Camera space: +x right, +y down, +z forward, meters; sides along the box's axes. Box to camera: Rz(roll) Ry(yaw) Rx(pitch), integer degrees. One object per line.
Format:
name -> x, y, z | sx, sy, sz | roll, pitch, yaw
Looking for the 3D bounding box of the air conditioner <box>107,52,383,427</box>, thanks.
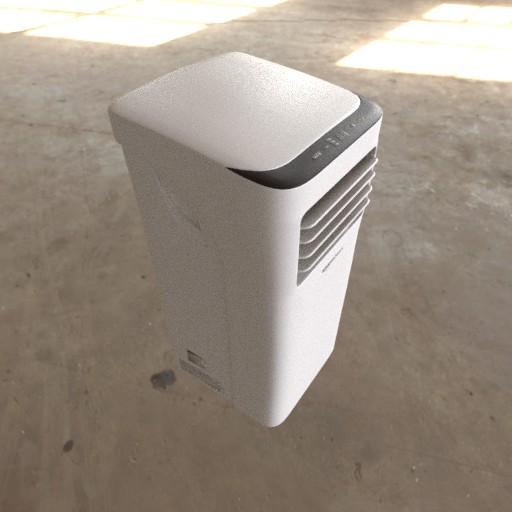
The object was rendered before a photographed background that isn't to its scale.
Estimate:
air conditioner -> 0.000, 0.000, 0.953 | 0.369, 0.716, 0.352 | 25, 47, 26
